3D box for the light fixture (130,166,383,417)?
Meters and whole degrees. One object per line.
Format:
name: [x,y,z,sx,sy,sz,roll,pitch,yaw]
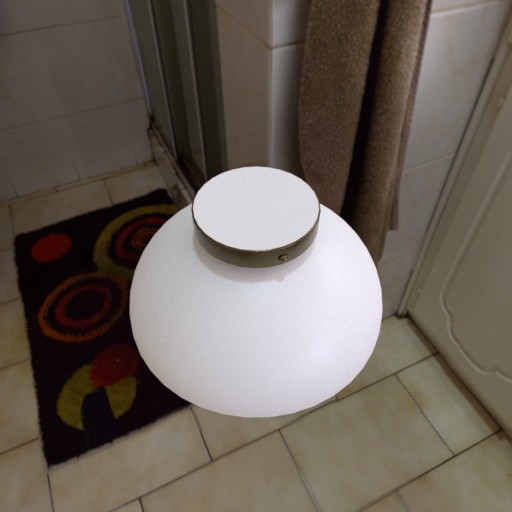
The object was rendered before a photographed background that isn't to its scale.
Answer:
light fixture: [0.000,0.000,0.576,0.355,0.177,0.355,0,48,0]
